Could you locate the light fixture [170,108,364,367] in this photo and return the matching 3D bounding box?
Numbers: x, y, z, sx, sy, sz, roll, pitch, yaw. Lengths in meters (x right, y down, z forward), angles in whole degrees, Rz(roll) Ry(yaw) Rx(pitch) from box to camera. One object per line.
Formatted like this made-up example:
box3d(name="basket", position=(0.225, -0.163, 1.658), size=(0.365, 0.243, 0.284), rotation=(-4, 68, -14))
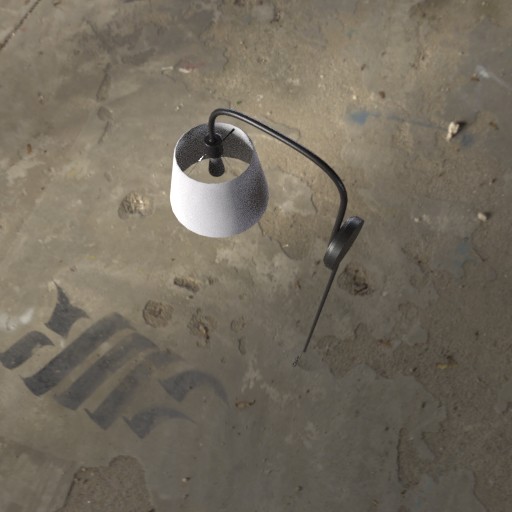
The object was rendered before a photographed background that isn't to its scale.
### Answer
box3d(name="light fixture", position=(0.000, 0.000, 0.472), size=(0.176, 0.399, 0.092), rotation=(33, 68, 16))
